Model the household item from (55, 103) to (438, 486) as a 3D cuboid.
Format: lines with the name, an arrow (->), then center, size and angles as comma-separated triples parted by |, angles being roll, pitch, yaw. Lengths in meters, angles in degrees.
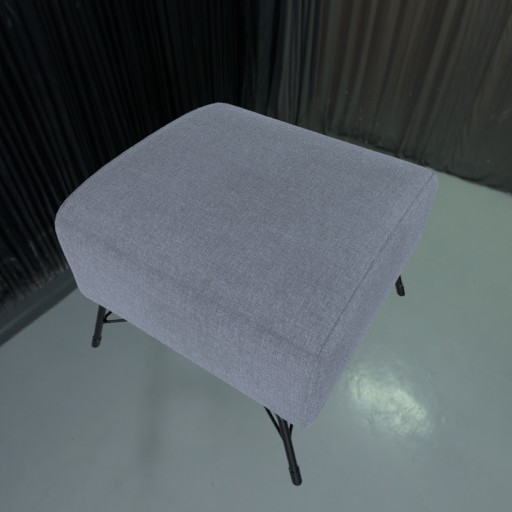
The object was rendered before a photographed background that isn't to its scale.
household item -> 0.000, 0.000, 0.884 | 0.530, 0.410, 0.530 | 25, 51, 23
